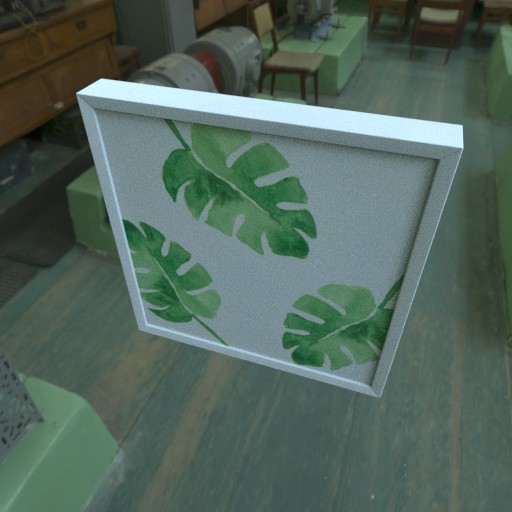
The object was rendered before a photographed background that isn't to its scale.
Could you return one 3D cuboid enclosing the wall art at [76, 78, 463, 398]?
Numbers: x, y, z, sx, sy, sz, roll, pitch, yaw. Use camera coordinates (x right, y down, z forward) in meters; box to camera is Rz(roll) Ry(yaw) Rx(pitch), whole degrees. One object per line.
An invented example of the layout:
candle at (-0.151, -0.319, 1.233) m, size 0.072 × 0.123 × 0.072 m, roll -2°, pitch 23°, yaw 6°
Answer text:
wall art at (0.000, 0.000, 0.446) m, size 0.305 × 0.305 × 0.038 m, roll 12°, pitch 42°, yaw 14°
